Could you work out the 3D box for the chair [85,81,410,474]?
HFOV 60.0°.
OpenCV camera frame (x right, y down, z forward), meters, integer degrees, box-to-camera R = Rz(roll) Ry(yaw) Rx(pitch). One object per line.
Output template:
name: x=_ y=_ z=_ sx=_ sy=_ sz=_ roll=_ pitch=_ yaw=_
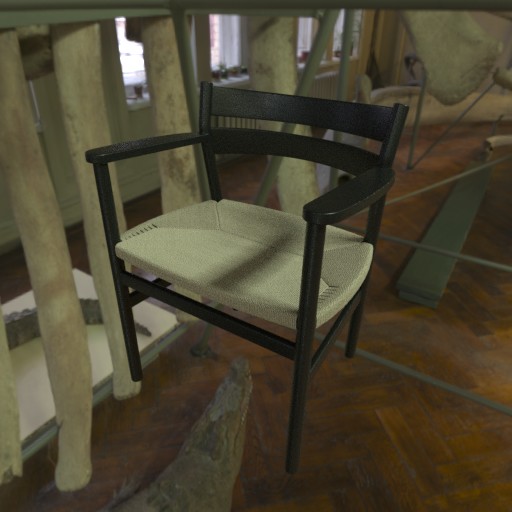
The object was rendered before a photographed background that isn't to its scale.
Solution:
chair: x=0.000 y=0.000 z=1.153 sx=0.630 sy=0.775 sz=0.508 roll=18 pitch=35 yaw=29
